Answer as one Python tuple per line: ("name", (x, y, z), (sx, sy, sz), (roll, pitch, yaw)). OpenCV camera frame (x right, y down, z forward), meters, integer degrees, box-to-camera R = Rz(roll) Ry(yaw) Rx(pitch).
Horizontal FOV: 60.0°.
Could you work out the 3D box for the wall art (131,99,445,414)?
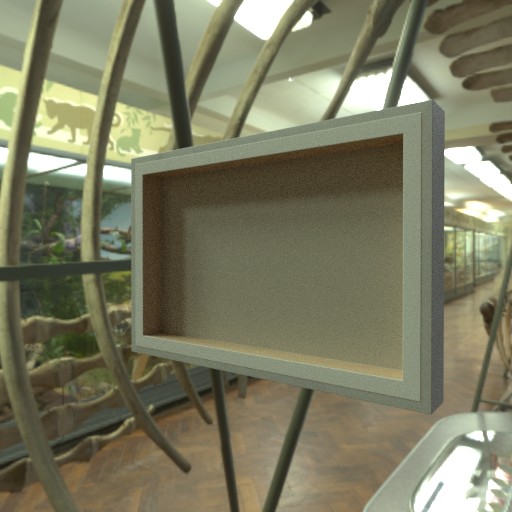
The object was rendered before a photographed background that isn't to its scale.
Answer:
("wall art", (0.000, 0.000, 0.485), (0.381, 0.254, 0.038), (0, 1, 37))
